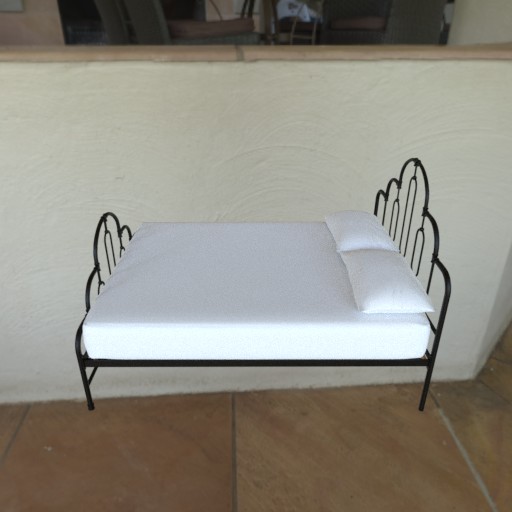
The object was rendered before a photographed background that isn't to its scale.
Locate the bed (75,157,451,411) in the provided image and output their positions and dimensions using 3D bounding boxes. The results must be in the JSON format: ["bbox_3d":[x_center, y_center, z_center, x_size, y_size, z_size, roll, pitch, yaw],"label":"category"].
[{"bbox_3d":[0.000,0.000,3.264,2.181,1.444,1.626,0,27,0],"label":"bed"}]
